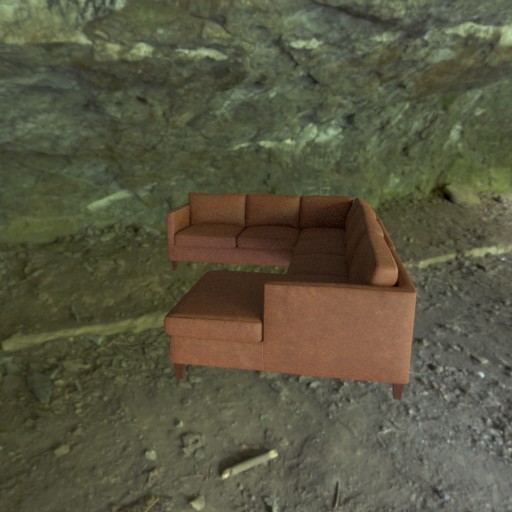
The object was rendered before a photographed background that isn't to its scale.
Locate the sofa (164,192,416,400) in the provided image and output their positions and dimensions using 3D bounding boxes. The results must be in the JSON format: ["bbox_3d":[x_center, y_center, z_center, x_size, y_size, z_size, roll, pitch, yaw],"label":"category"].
[{"bbox_3d":[0.000,0.000,4.528,2.593,0.923,3.460,3,15,10],"label":"sofa"}]
